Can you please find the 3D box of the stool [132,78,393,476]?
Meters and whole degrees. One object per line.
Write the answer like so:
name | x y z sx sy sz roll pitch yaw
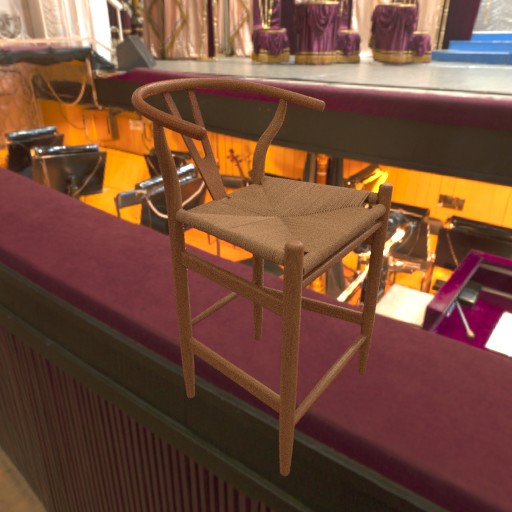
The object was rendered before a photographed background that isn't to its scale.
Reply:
stool | 0.000 0.000 1.276 0.575 0.923 0.536 18 31 32
